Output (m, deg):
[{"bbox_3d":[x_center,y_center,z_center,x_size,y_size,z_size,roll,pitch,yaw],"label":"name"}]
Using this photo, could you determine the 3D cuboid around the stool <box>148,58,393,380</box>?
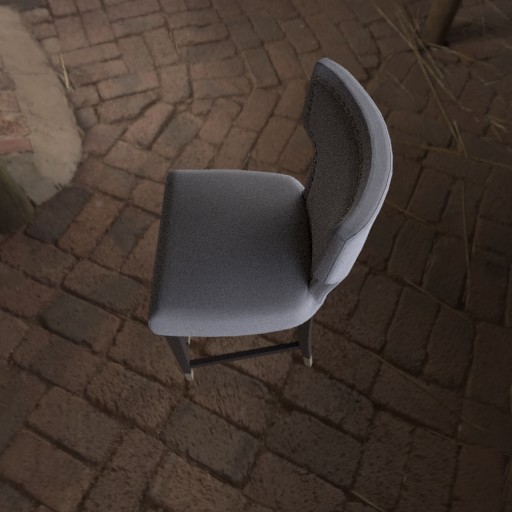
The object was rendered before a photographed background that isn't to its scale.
[{"bbox_3d":[0.000,0.000,1.334,0.563,0.982,0.527,0,59,0],"label":"stool"}]
